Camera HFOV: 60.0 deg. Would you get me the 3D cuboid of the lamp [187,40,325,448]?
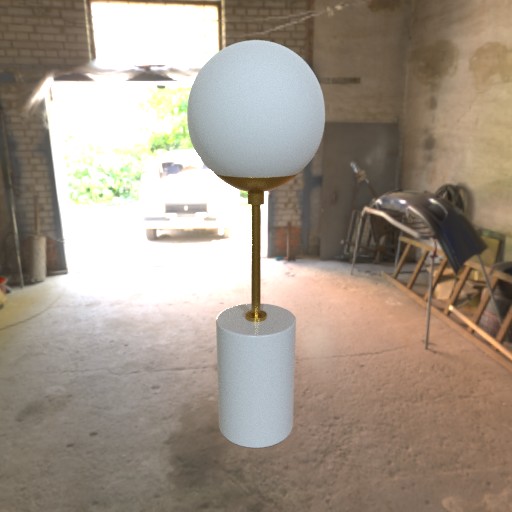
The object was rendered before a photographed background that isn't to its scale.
[{"bbox_3d":[0.000,0.000,0.543,0.153,0.480,0.153,0,16,0],"label":"lamp"}]
